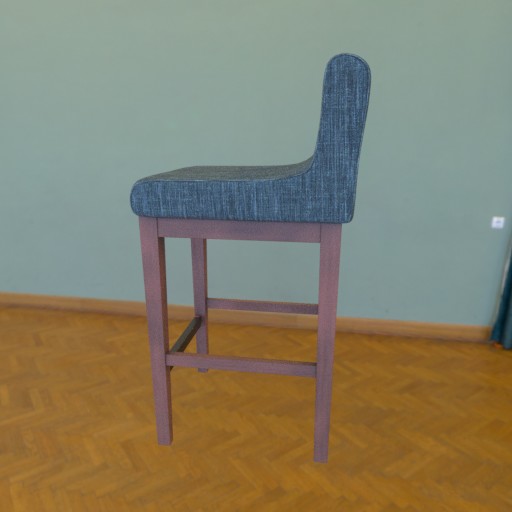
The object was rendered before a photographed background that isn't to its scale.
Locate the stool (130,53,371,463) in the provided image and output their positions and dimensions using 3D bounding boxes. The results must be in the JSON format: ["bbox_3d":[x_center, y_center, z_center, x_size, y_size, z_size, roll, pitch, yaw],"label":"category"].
[{"bbox_3d":[0.000,0.000,1.059,0.459,0.835,0.395,2,16,9],"label":"stool"}]
